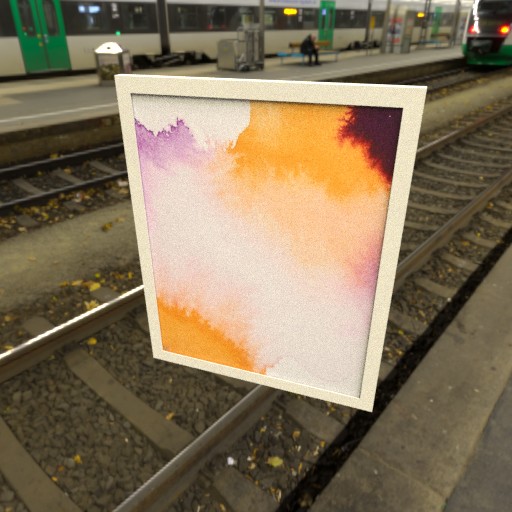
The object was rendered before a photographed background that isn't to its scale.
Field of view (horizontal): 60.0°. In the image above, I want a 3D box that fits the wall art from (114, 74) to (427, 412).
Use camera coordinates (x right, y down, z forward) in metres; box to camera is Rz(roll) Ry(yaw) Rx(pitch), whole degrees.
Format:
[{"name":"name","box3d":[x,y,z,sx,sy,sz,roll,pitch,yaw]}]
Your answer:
[{"name":"wall art","box3d":[0.000,0.000,1.095,0.661,0.811,0.026,9,29,17]}]
